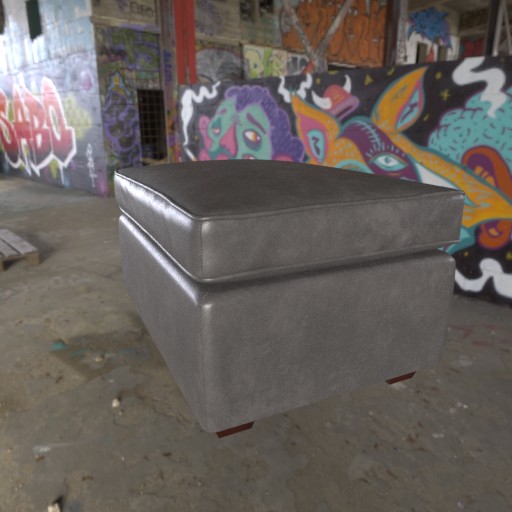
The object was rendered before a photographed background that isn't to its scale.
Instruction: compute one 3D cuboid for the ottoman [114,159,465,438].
[{"bbox_3d":[0.000,0.000,1.094,0.554,0.445,0.756,-8,18,-24],"label":"ottoman"}]
